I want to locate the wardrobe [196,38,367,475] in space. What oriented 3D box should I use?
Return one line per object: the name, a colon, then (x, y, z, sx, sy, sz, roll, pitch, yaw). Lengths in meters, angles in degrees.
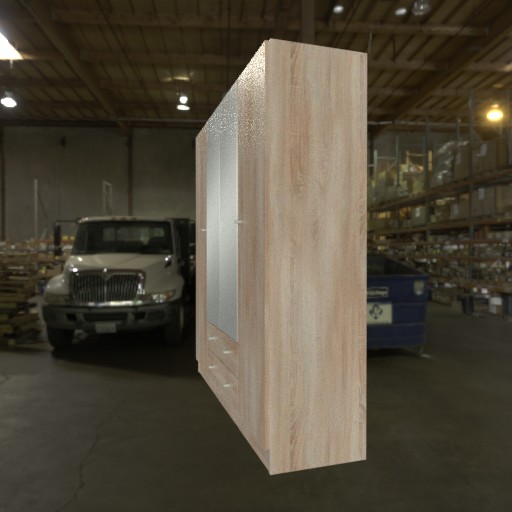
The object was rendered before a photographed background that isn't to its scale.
wardrobe: (0.000, 0.000, 3.213, 0.598, 2.159, 1.998, 0, 1, -18)
